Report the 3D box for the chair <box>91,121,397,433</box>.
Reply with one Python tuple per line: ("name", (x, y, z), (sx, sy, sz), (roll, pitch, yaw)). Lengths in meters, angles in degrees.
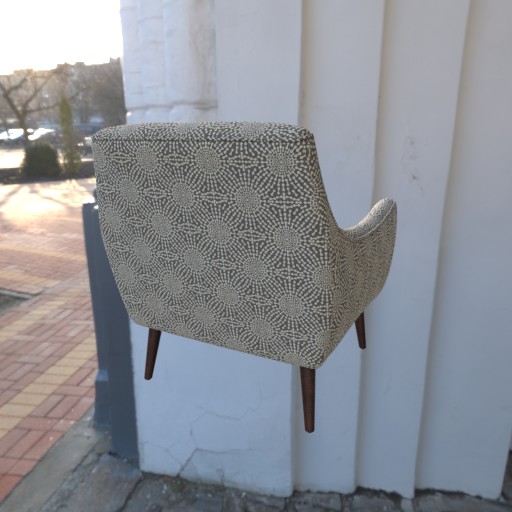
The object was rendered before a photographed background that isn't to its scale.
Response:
("chair", (0.000, 0.000, 1.472), (0.762, 0.838, 0.787), (8, 17, 27))
